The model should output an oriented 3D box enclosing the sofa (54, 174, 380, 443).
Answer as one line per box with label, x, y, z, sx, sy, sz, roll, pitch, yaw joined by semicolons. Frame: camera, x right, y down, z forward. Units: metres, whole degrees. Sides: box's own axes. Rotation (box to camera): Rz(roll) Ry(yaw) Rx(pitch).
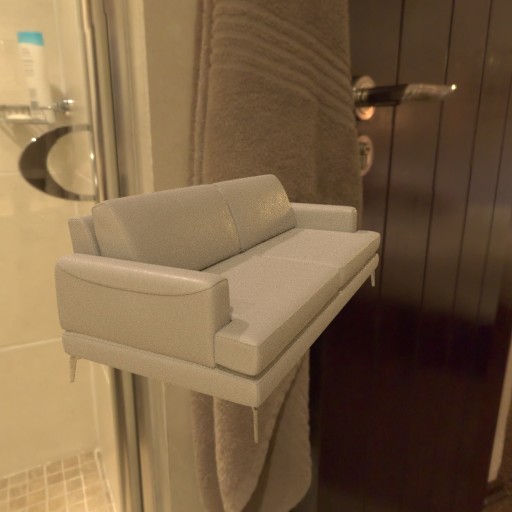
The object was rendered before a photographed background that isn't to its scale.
sofa;0.000;0.000;2.416;0.974;0.765;1.940;7;16;25
